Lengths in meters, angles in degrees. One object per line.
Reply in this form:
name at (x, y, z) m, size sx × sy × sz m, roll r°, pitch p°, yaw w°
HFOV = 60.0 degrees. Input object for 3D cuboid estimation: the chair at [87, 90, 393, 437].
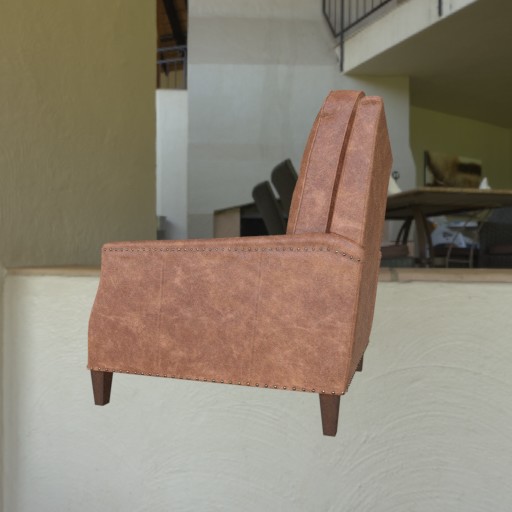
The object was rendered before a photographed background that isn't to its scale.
chair at (0.000, 0.000, 1.793) m, size 1.035 × 1.054 × 0.854 m, roll 0°, pitch 0°, yaw 19°
